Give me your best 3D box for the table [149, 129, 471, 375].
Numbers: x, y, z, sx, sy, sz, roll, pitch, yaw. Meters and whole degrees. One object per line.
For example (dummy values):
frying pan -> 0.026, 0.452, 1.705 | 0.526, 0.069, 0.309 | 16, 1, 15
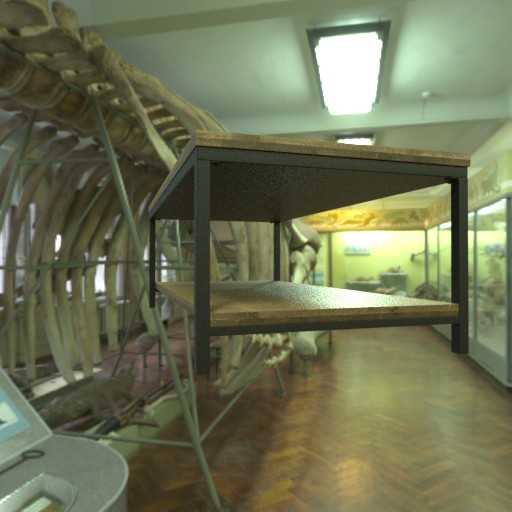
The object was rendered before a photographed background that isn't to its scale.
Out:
table -> 0.000, 0.000, 1.324 | 0.551, 0.399, 1.100 | 0, -1, -17
